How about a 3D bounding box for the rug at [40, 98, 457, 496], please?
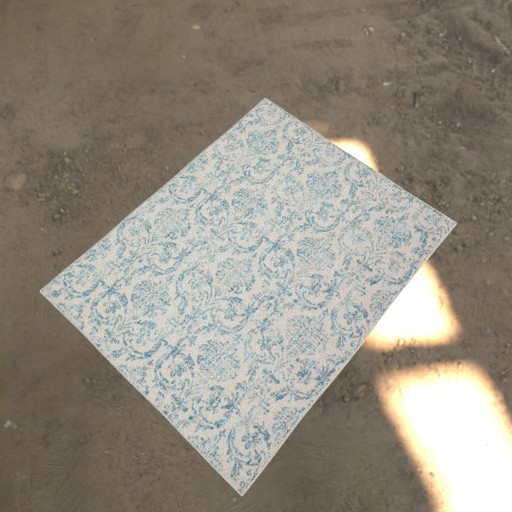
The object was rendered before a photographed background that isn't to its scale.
[{"bbox_3d":[0.000,0.000,3.975,2.363,0.012,2.980,38,70,17],"label":"rug"}]
